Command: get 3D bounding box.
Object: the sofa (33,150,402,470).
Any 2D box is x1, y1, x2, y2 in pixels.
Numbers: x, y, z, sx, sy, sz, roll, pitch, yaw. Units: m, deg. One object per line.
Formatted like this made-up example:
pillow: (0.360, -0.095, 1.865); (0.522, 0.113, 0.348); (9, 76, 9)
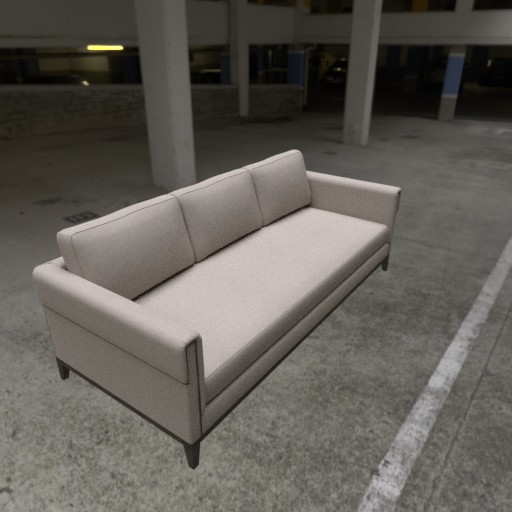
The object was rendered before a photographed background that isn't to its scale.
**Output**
sofa: (0.000, 0.000, 2.666); (0.959, 0.838, 2.210); (18, 31, 32)
